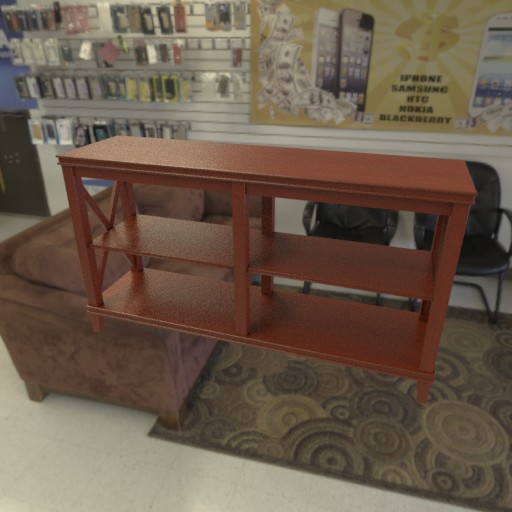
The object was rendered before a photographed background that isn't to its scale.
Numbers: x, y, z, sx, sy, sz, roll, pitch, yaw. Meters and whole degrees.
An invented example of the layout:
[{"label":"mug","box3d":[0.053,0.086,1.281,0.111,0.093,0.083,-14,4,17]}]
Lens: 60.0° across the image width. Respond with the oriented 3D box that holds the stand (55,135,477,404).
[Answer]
[{"label":"stand","box3d":[0.000,0.000,1.706,1.372,0.762,0.381,8,27,16]}]
